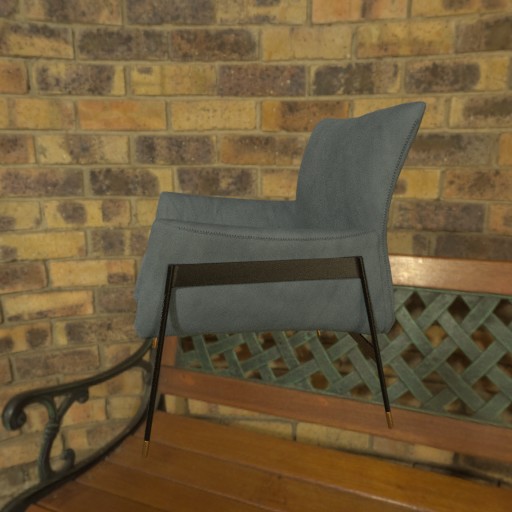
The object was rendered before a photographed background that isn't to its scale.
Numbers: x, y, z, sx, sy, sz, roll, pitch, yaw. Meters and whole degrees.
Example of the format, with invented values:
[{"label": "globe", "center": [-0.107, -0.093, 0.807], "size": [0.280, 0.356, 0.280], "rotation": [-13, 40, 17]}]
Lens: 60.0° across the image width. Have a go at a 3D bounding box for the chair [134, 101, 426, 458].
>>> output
[{"label": "chair", "center": [0.000, 0.000, 1.369], "size": [0.709, 0.858, 0.678], "rotation": [-2, 14, -10]}]
